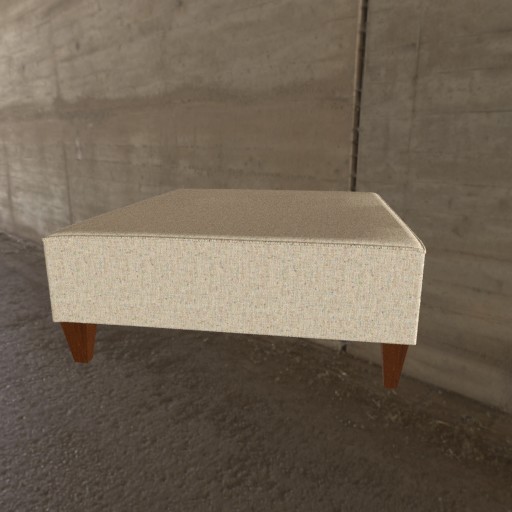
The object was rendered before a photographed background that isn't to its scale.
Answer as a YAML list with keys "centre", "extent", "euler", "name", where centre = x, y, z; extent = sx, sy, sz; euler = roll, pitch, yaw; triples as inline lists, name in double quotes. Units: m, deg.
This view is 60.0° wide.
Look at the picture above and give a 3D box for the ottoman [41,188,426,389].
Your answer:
- centre: [0.000, 0.000, 1.254]
  extent: [0.736, 0.303, 0.835]
  euler: [2, 15, 9]
  name: "ottoman"
